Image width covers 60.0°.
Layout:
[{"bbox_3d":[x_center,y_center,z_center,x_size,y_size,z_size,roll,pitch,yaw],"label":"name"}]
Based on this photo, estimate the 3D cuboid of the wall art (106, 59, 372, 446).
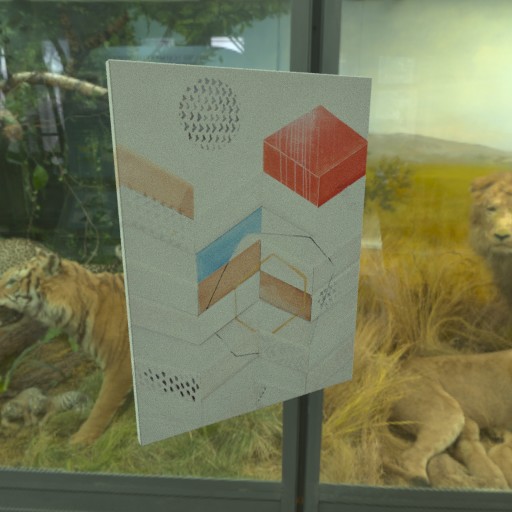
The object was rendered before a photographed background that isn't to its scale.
[{"bbox_3d":[0.000,0.000,1.305,0.759,1.014,0.045,-8,18,-26],"label":"wall art"}]
